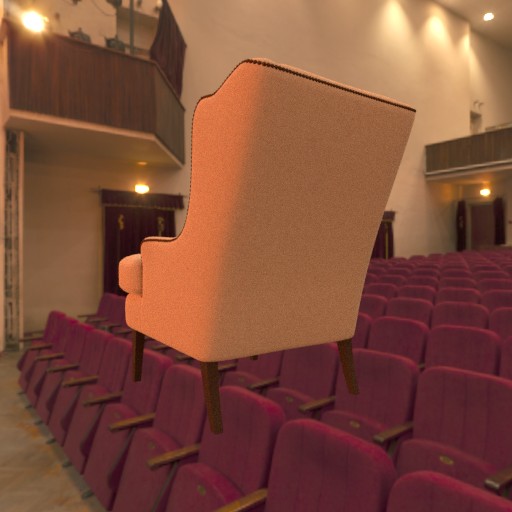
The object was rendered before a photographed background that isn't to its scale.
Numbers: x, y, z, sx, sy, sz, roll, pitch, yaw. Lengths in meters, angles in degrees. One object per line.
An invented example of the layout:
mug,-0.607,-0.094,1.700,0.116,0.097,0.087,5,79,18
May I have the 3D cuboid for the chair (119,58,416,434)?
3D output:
chair,0.000,0.000,1.647,0.737,1.029,0.940,0,1,-36
